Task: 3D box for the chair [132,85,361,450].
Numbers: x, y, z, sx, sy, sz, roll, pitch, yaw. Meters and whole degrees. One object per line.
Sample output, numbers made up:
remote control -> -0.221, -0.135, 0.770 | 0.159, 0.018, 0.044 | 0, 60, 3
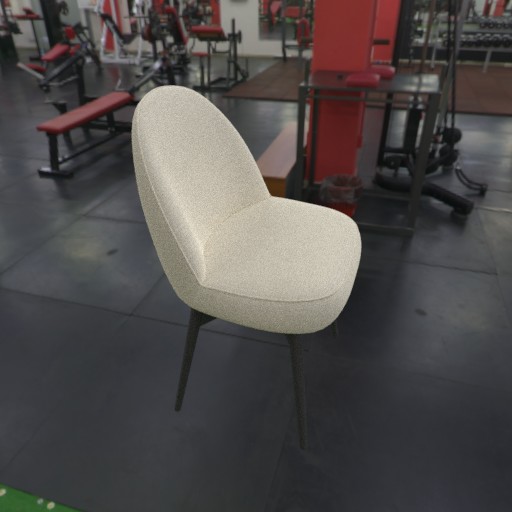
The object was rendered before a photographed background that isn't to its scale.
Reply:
chair -> 0.000, 0.000, 1.203 | 0.540, 0.838, 0.532 | 10, 33, 16
